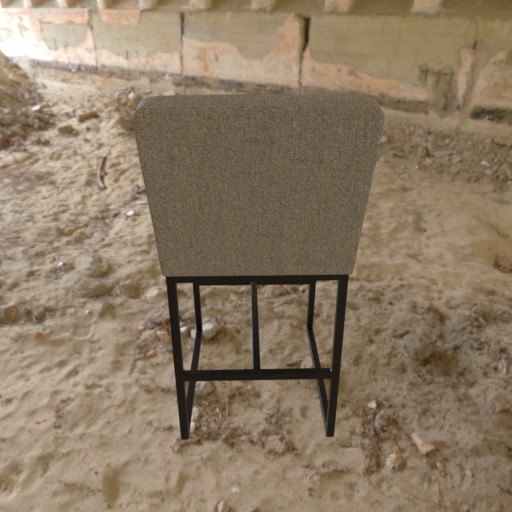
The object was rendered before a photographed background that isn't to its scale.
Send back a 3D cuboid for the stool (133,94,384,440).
[{"bbox_3d":[0.000,0.000,1.241,0.460,0.940,0.560,-1,29,-1],"label":"stool"}]
